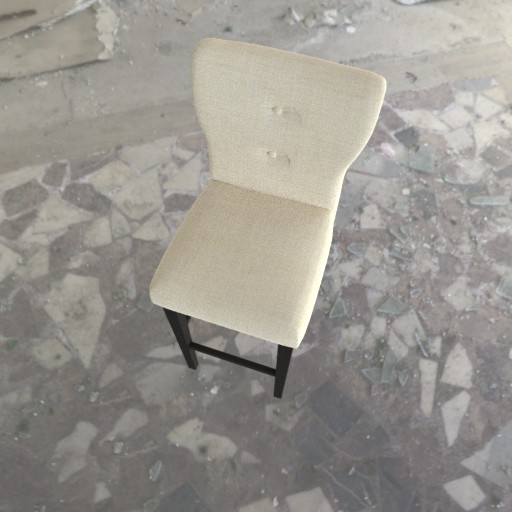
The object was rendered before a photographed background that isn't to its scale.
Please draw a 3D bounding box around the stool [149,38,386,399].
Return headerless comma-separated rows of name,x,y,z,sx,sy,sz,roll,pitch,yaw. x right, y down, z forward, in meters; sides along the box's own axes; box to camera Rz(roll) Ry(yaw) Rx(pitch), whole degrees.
stool,0.000,0.000,1.476,0.516,1.124,0.603,16,60,10
